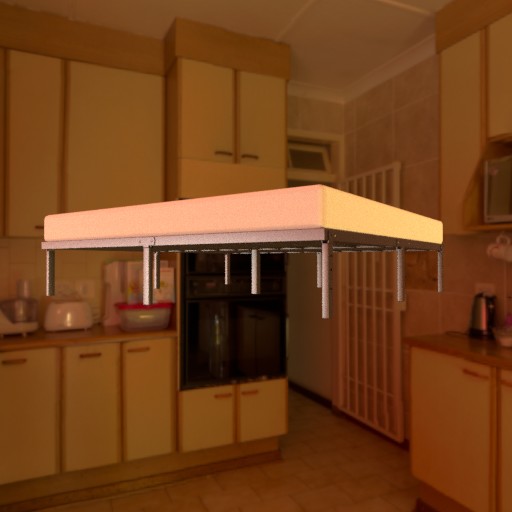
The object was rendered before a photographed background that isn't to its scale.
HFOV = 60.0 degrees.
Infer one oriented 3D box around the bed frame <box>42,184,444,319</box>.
[{"bbox_3d":[0.000,0.000,3.972,2.635,0.680,2.526,-1,-1,36],"label":"bed frame"}]
